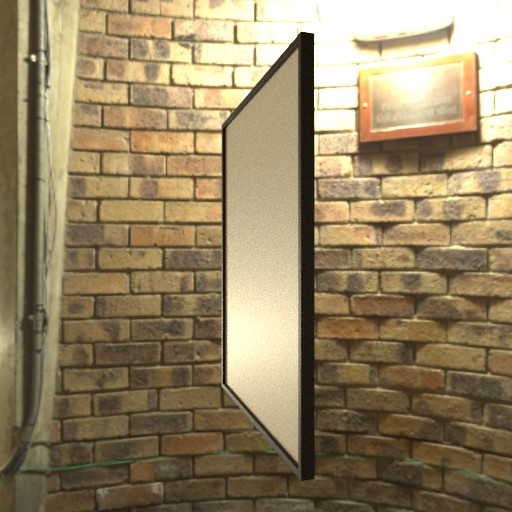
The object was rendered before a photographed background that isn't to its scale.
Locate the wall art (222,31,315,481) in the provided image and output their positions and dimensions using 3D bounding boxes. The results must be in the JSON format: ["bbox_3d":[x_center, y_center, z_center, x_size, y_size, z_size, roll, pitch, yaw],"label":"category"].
[{"bbox_3d":[0.000,0.000,1.440,0.036,1.070,0.802,0,0,-18],"label":"wall art"}]
